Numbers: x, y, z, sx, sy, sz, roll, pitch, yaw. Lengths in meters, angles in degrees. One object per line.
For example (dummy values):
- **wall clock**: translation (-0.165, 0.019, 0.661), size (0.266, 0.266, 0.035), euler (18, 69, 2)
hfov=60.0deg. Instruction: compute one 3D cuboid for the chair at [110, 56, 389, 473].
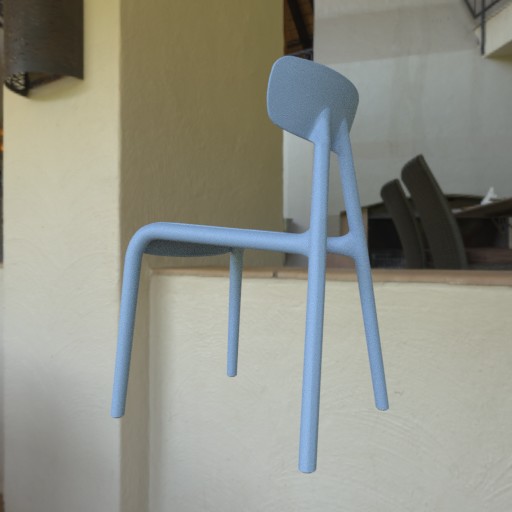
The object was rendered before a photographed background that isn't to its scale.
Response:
- **chair**: translation (0.000, 0.000, 0.827), size (0.401, 0.580, 0.356), euler (0, 0, 35)
